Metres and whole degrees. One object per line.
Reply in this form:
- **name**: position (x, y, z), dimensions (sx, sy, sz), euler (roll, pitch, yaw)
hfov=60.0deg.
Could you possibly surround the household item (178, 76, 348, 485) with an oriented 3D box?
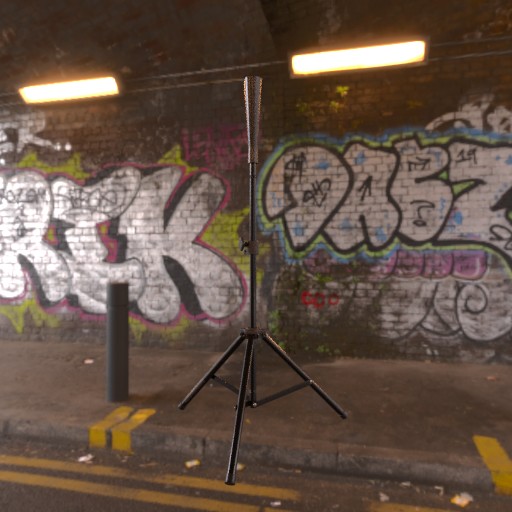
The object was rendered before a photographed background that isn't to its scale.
- **household item**: position (0.000, 0.000, 1.396), dimensions (0.559, 1.067, 0.559), euler (0, 0, -36)
